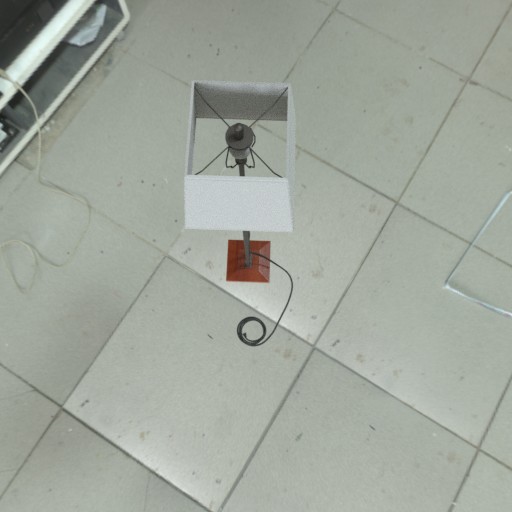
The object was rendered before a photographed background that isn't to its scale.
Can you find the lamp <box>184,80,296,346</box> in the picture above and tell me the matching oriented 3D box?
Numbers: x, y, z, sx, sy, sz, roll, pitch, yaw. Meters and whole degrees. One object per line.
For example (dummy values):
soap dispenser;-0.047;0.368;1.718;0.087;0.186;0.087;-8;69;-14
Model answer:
lamp;0.000;0.000;2.012;0.472;1.712;0.745;2;76;1
